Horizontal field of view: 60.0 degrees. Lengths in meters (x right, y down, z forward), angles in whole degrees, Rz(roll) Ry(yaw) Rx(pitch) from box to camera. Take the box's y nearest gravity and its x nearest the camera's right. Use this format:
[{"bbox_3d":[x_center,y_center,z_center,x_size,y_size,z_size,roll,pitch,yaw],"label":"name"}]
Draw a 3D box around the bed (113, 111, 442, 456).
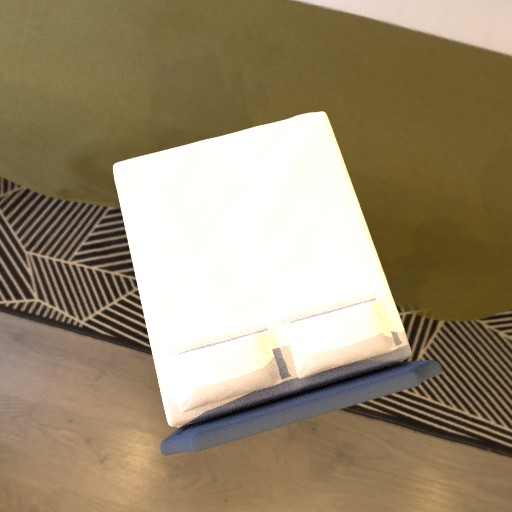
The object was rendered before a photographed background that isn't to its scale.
[{"bbox_3d":[0.000,0.000,4.077,2.350,1.488,2.773,-15,76,-4],"label":"bed"}]
